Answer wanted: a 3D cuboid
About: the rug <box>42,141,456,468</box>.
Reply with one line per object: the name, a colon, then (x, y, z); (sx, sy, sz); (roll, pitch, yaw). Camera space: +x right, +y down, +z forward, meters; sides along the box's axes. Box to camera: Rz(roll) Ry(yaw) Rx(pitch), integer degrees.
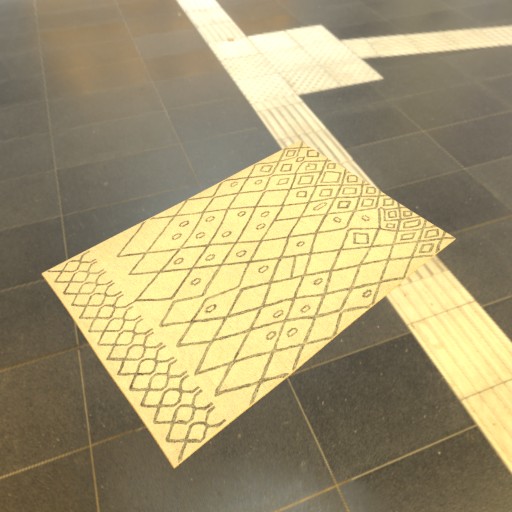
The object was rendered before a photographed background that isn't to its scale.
rug: (0.000, 0.000, 2.339); (1.828, 0.015, 1.222); (-32, 56, -25)
